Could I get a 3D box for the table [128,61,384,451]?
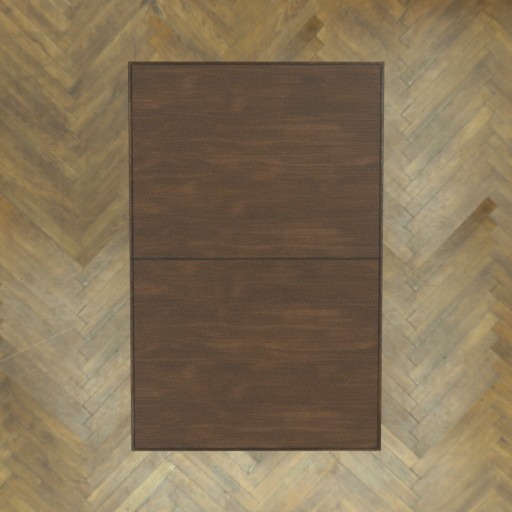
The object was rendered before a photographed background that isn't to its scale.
[{"bbox_3d":[0.000,0.000,2.105,0.990,0.761,1.524,0,92,0],"label":"table"}]
